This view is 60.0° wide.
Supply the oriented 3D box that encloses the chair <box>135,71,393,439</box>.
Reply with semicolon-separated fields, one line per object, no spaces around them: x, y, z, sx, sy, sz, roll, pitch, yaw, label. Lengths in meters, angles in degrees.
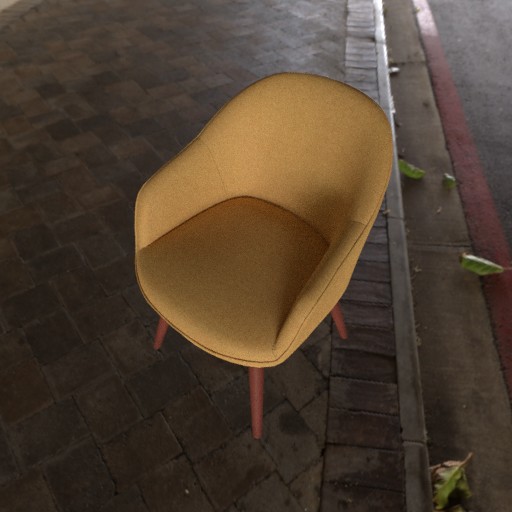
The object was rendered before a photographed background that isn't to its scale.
0.000;0.000;1.270;0.596;0.823;0.635;33;55;27;chair
